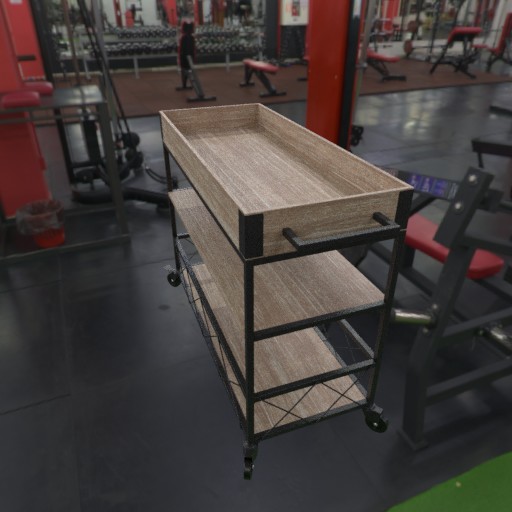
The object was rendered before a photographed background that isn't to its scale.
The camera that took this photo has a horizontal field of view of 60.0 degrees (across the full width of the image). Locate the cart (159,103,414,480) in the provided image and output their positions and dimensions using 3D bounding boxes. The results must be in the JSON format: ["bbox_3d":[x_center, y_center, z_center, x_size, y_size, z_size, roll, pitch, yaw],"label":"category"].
[{"bbox_3d":[0.000,0.000,1.502,0.500,0.787,1.101,-11,32,-18],"label":"cart"}]
